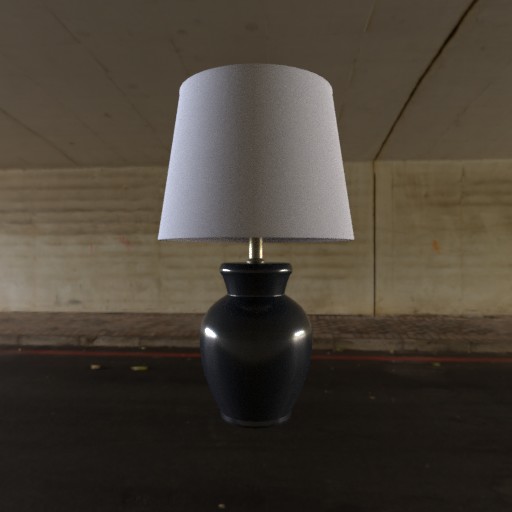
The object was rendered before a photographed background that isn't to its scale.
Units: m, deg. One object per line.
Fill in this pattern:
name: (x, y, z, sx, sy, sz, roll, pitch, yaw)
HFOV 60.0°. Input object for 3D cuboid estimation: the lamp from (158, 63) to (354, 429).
lamp: (0.000, 0.000, 0.553, 0.239, 0.399, 0.239, 0, 1, 0)
